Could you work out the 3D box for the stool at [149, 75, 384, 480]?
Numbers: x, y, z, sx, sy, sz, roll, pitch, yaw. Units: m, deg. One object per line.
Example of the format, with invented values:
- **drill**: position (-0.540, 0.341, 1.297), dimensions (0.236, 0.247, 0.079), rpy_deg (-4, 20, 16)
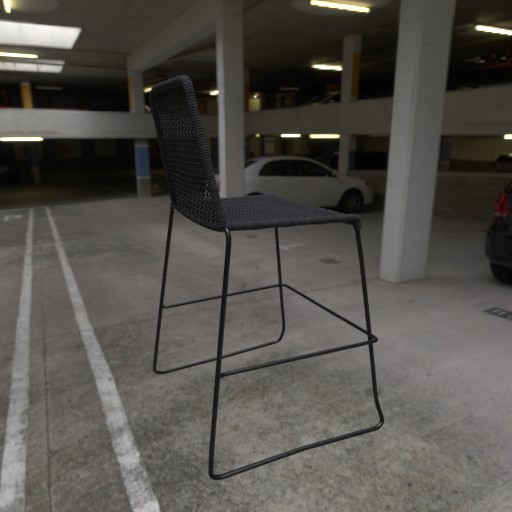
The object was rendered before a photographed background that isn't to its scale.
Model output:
- **stool**: position (0.000, 0.000, 1.249), dimensions (0.509, 0.905, 0.590), rpy_deg (-8, 17, -26)
